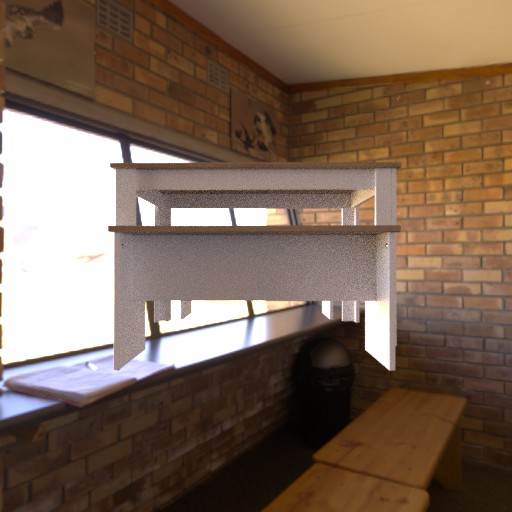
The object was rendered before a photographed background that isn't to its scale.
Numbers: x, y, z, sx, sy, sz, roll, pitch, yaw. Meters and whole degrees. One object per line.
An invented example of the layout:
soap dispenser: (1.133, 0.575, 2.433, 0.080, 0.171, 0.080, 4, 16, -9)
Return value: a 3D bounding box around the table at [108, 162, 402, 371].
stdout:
table: (0.000, 0.000, 2.026, 1.100, 0.700, 1.443, 0, 0, 0)
